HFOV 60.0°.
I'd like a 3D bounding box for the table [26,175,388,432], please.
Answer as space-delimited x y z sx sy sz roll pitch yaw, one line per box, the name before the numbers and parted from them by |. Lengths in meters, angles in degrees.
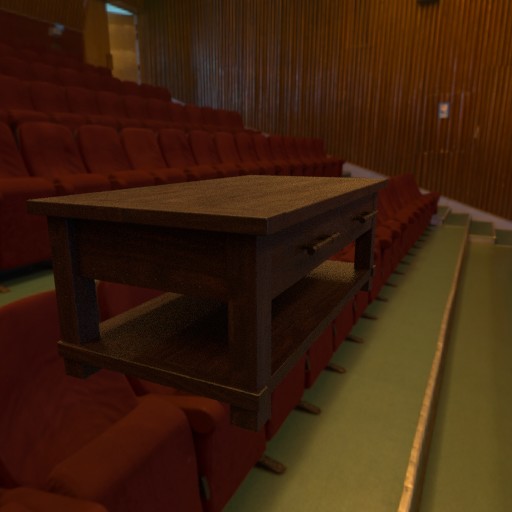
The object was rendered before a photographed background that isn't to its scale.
table | 0.000 0.000 1.592 0.700 0.494 1.270 7 15 25
